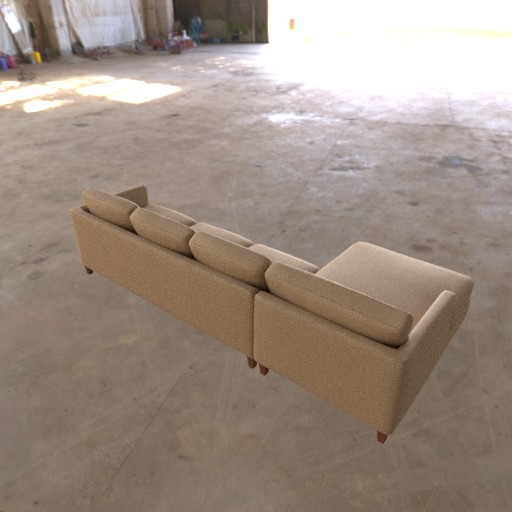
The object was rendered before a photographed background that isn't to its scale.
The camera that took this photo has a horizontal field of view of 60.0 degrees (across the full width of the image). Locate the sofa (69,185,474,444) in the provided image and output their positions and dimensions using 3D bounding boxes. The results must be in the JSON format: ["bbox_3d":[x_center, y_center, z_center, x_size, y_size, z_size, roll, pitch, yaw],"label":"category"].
[{"bbox_3d":[0.000,0.000,3.754,3.201,0.876,1.502,22,36,33],"label":"sofa"}]
